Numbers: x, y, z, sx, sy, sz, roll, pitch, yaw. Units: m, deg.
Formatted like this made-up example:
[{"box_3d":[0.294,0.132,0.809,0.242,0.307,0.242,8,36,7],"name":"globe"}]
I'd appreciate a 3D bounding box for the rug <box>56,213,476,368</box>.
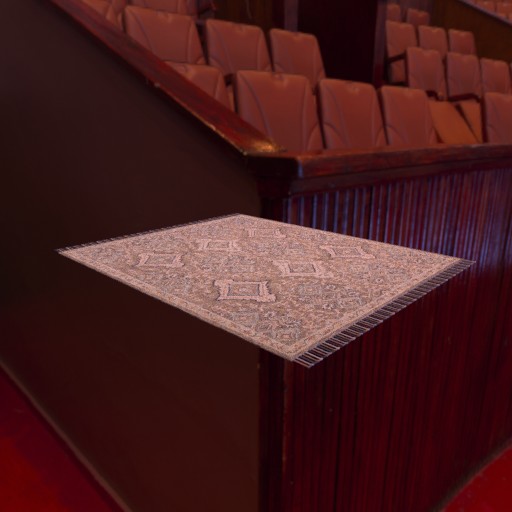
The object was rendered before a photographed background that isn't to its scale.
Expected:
[{"box_3d":[0.000,0.000,4.085,3.056,0.010,2.437,16,23,41],"name":"rug"}]
